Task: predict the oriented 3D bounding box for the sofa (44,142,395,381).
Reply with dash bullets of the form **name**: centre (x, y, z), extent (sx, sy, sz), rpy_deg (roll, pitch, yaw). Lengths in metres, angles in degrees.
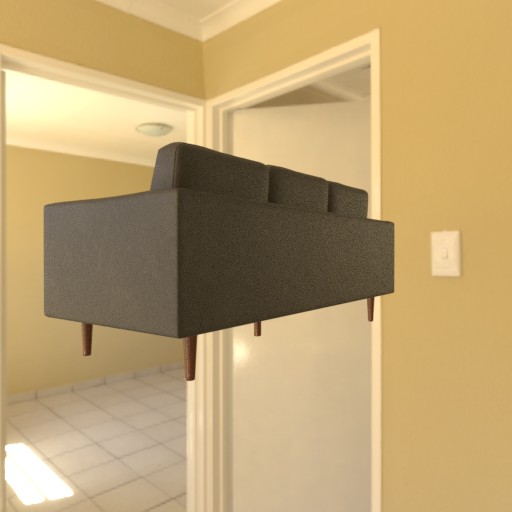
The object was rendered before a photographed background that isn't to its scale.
- **sofa**: centre (0.000, 0.000, 2.494), extent (0.879, 0.899, 2.029), rpy_deg (0, 1, 36)
